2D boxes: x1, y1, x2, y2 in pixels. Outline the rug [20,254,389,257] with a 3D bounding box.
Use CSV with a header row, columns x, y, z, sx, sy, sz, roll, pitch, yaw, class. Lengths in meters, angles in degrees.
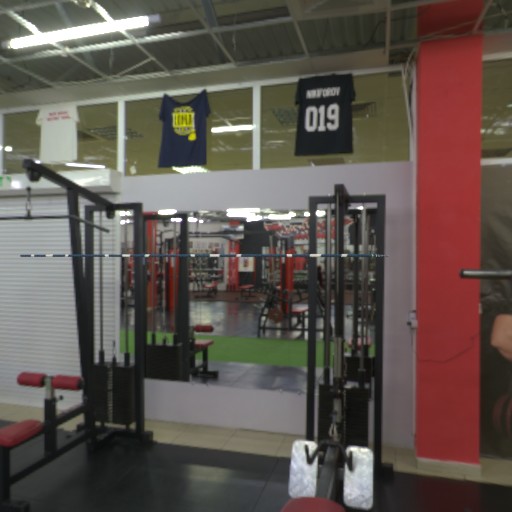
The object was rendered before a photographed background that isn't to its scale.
x,y,z,sx,sy,sz,roll,pitch,yaw,class
0.000,0.000,2.750,1.524,0.010,2.134,0,0,18,rug
